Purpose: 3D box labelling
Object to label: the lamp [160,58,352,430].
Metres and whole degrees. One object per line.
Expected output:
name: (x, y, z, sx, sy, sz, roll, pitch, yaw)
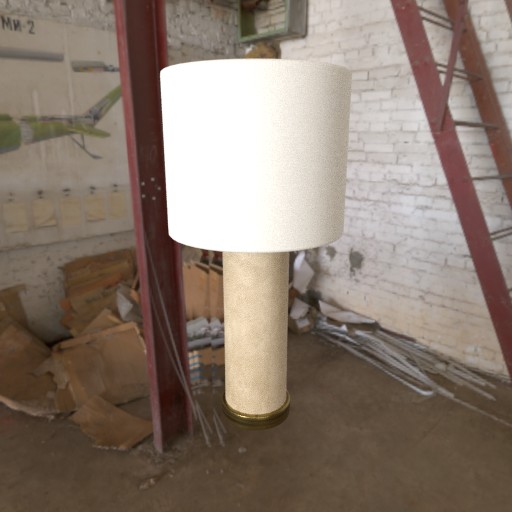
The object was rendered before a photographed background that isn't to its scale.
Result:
lamp: (0.000, 0.000, 0.801, 0.305, 0.634, 0.305, -2, 16, -7)
